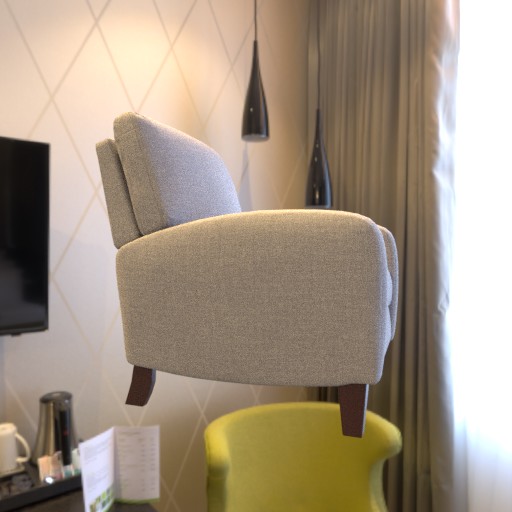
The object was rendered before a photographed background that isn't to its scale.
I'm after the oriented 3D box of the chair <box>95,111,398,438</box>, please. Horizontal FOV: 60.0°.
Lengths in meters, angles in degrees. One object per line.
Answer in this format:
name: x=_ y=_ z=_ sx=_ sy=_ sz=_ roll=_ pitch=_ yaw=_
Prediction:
chair: x=0.000 y=0.000 z=1.662 sx=0.990 sy=0.990 sz=0.762 roll=0 pitch=1 yaw=20
